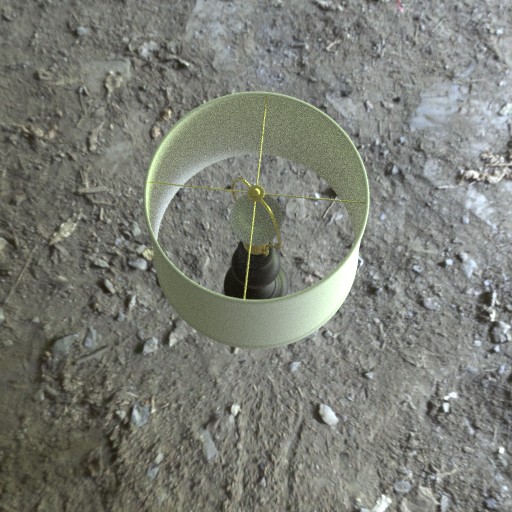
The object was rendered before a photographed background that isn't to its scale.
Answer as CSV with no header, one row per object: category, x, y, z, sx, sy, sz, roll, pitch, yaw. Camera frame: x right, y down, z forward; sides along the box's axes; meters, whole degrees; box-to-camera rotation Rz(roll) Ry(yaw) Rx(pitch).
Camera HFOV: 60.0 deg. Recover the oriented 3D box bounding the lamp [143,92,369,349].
lamp,0.000,0.000,0.798,0.335,0.611,0.335,0,76,0
